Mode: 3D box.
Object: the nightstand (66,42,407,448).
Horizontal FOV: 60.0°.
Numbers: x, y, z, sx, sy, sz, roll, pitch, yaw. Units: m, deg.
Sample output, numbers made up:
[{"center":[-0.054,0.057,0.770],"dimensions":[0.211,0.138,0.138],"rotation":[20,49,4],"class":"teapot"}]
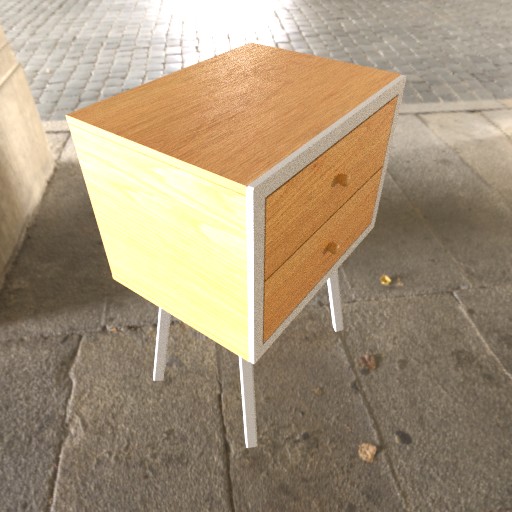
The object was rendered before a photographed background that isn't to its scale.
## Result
[{"center":[0.000,0.000,0.820],"dimensions":[0.316,0.601,0.400],"rotation":[26,47,26],"class":"nightstand"}]
